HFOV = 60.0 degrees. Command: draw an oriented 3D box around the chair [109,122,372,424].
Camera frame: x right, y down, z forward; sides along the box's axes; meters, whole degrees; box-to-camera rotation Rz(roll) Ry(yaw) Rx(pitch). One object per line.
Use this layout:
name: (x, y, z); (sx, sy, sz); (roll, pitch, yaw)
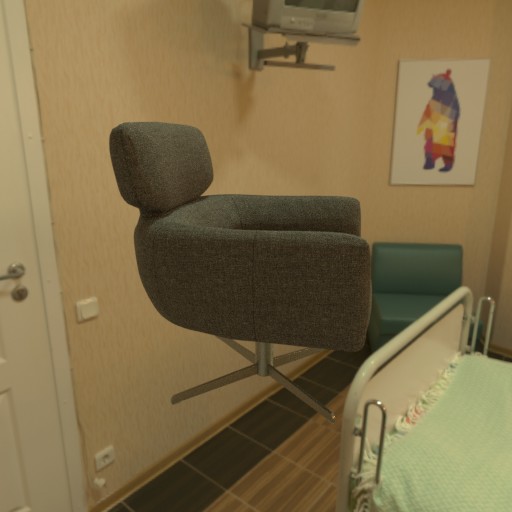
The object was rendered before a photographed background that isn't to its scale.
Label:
chair: (0.000, 0.000, 1.395); (0.715, 0.812, 0.706); (3, 16, 10)
